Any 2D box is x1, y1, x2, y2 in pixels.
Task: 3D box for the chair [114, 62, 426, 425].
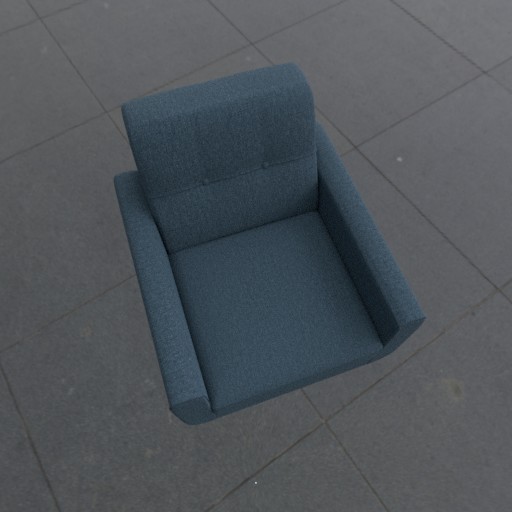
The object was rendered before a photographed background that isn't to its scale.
[{"bbox_3d":[0.000,0.000,1.702,0.880,0.940,0.964,-17,64,-9],"label":"chair"}]
